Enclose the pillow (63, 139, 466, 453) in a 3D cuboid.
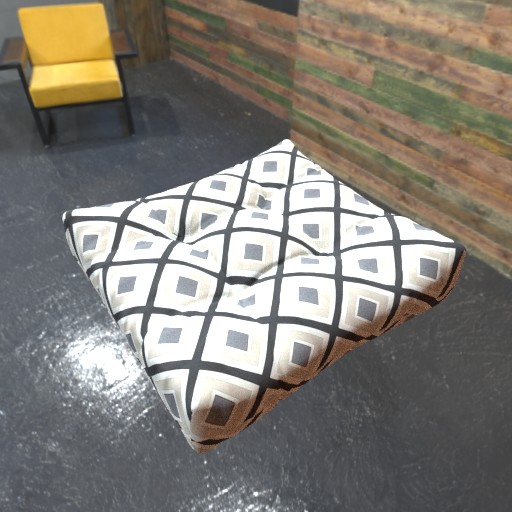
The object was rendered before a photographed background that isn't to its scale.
[{"bbox_3d":[0.000,0.000,0.732,0.490,0.128,0.468,-25,47,-26],"label":"pillow"}]
